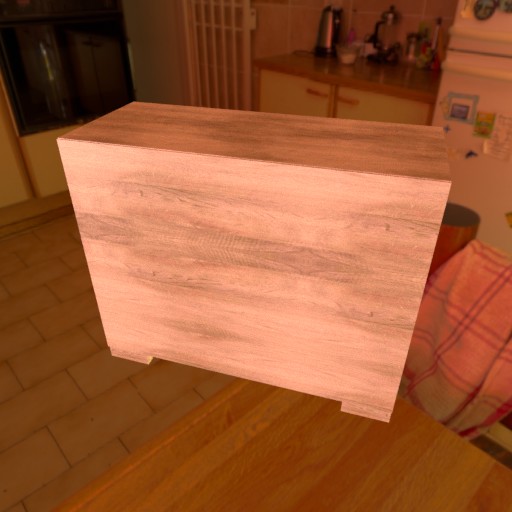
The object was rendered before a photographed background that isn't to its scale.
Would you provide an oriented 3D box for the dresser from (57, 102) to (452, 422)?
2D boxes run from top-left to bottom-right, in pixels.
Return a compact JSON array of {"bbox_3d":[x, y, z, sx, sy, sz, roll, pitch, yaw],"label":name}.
[{"bbox_3d":[0.000,0.000,1.449,0.994,0.816,0.404,9,34,14],"label":"dresser"}]
